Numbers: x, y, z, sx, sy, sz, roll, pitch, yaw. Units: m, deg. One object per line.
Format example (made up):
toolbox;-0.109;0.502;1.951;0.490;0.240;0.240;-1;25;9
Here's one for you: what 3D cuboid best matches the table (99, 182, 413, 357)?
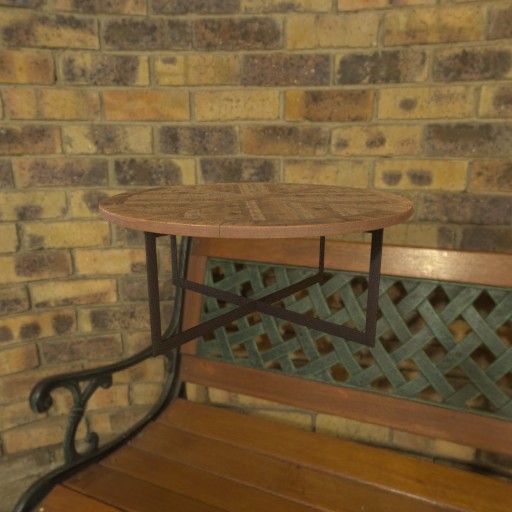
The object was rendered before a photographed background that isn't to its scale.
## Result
table;0.000;0.000;1.950;1.264;0.516;1.264;0;15;0
